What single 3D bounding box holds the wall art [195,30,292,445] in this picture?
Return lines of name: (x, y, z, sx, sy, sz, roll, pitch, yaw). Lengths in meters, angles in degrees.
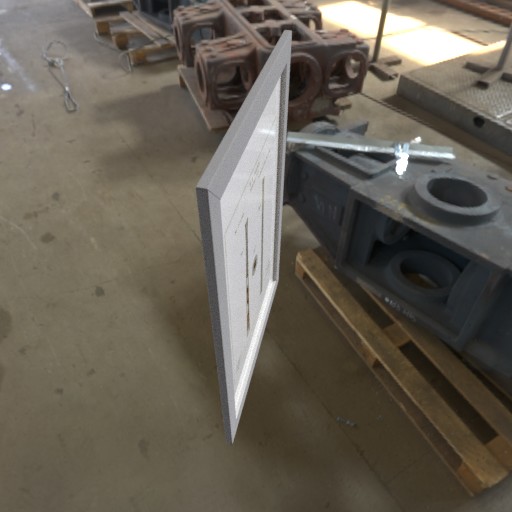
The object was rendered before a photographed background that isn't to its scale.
wall art: (0.000, 0.000, 0.679, 0.012, 0.529, 0.374, 10, 46, 10)
